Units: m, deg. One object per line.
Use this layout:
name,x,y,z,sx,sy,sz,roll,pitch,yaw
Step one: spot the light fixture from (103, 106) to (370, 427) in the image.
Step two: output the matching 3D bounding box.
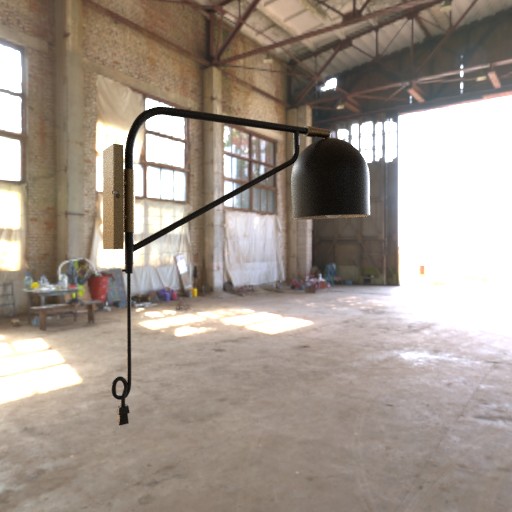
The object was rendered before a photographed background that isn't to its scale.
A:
light fixture,0.000,0.000,1.092,0.720,0.696,0.215,0,1,-35
